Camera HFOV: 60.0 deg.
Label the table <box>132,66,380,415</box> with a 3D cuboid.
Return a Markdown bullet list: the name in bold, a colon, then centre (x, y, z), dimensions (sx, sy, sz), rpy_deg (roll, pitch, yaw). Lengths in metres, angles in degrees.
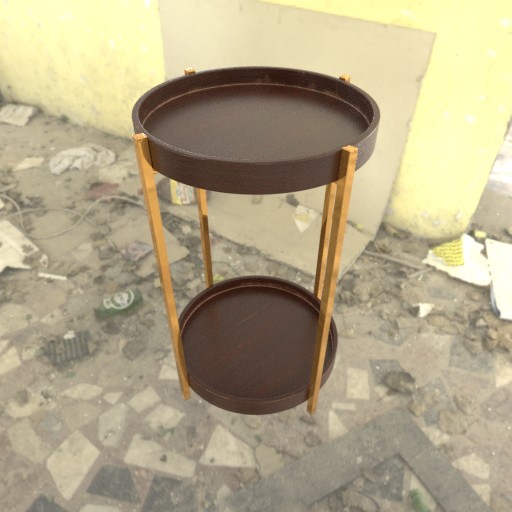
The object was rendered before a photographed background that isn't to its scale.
- **table**: centre (0.000, 0.000, 0.867), dimensions (0.400, 0.610, 0.400), rpy_deg (-26, 47, -28)
